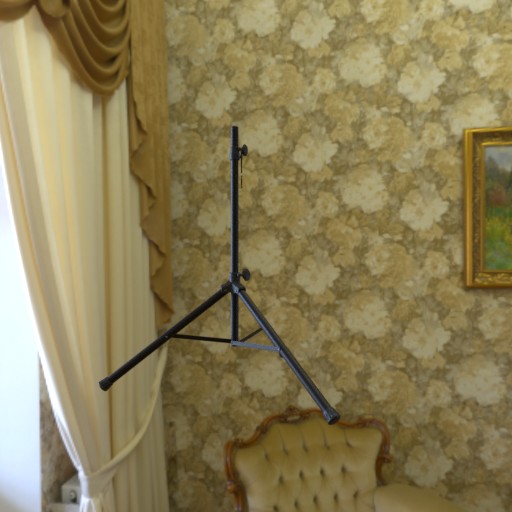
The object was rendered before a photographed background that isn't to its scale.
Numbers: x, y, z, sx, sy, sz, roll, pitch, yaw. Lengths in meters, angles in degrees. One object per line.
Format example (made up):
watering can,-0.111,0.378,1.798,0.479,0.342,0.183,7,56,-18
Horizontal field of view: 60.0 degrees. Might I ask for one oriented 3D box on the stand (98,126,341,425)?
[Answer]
stand,0.000,0.000,1.832,1.045,1.136,0.907,0,0,-36
